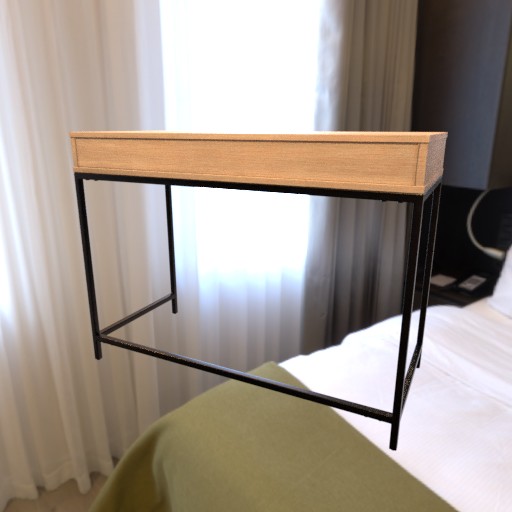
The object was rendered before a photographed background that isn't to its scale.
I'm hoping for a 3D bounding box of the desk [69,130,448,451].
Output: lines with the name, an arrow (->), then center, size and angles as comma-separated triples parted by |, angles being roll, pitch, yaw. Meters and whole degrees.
desk -> 0.000, 0.000, 1.415 | 1.016, 0.762, 0.470 | 8, 18, 25
